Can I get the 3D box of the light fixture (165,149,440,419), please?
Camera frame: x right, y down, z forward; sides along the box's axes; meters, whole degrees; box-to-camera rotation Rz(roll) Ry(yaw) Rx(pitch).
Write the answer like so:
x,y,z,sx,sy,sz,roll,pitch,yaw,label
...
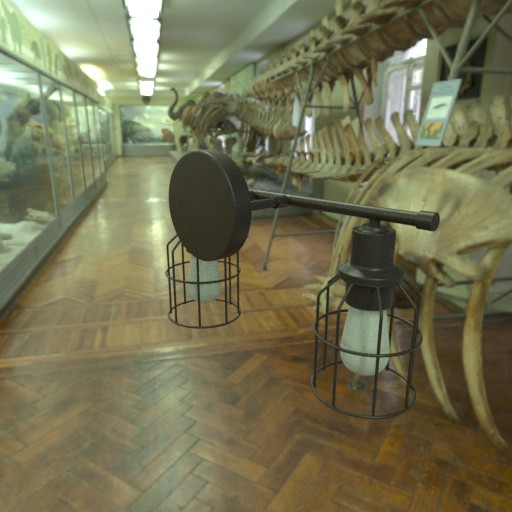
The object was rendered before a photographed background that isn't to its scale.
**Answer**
x,y,z,sx,sy,sz,roll,pitch,yaw,label
0.000,0.000,0.536,0.165,0.254,0.406,-15,22,-42,light fixture
